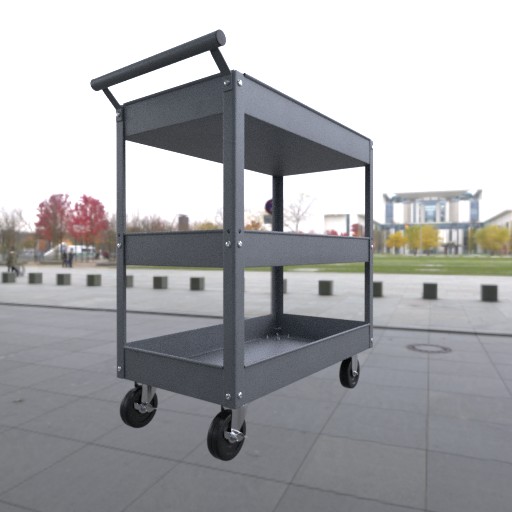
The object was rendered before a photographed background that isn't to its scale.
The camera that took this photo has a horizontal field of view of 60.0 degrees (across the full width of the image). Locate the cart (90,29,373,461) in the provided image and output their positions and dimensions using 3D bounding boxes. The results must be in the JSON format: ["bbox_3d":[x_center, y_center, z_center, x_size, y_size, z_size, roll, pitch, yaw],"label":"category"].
[{"bbox_3d":[0.000,0.000,1.146,0.366,0.780,0.719,0,1,37],"label":"cart"}]
